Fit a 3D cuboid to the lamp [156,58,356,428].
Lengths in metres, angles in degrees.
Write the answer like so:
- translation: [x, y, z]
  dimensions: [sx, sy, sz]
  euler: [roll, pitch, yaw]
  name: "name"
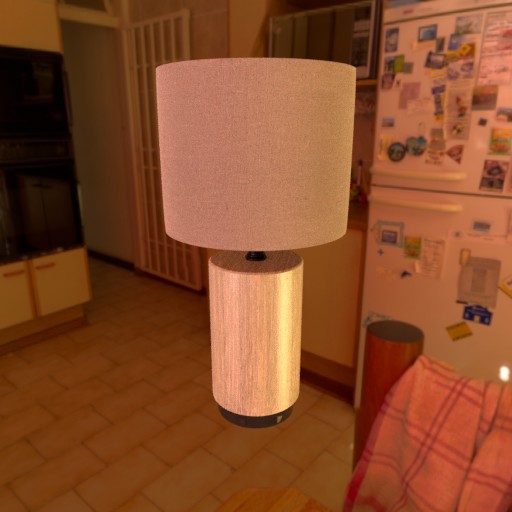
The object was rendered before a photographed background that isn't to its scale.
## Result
- translation: [0.000, 0.000, 0.575]
  dimensions: [0.228, 0.444, 0.228]
  euler: [3, 17, 9]
  name: "lamp"
